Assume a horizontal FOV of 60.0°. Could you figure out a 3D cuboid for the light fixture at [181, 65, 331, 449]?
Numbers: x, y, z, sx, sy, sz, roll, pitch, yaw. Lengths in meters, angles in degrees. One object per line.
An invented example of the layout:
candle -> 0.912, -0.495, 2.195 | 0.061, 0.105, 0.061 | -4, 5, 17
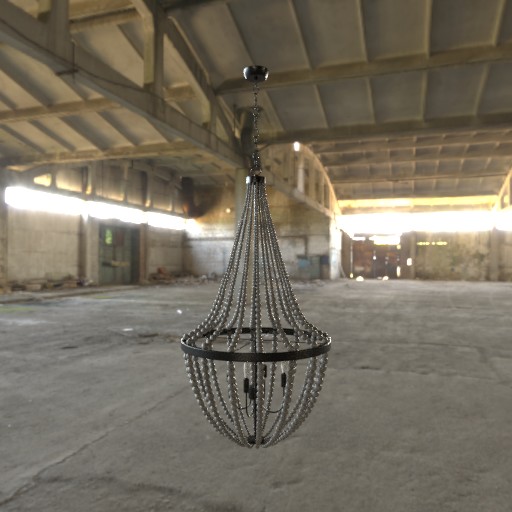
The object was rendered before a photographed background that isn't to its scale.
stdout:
light fixture -> 0.000, 0.000, 1.350 | 0.450, 1.133, 0.450 | 0, -1, 0
